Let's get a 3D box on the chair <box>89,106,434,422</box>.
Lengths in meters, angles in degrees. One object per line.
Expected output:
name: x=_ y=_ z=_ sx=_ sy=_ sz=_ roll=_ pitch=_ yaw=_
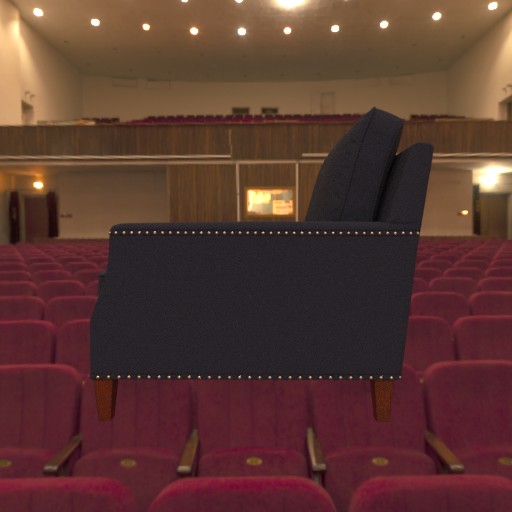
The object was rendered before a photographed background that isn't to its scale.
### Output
chair: x=0.000 y=0.000 z=1.679 sx=1.014 sy=0.943 sz=0.853 roll=0 pitch=2 yaw=0
